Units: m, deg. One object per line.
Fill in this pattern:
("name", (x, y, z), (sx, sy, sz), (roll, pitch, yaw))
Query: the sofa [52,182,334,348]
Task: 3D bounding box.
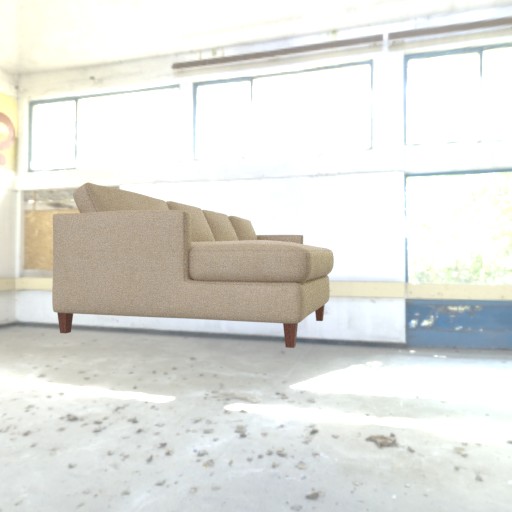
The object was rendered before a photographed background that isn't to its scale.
("sofa", (0.000, 0.000, 3.812), (1.502, 0.876, 3.201), (0, 0, 17))
